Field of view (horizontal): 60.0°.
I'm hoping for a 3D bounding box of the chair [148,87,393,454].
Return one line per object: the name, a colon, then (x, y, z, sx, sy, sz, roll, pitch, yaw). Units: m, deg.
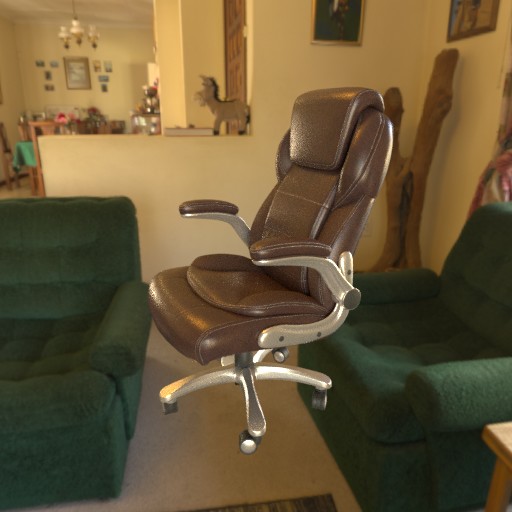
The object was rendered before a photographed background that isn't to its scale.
chair: (0.000, 0.000, 1.616, 0.774, 1.160, 0.733, -9, 20, -25)
